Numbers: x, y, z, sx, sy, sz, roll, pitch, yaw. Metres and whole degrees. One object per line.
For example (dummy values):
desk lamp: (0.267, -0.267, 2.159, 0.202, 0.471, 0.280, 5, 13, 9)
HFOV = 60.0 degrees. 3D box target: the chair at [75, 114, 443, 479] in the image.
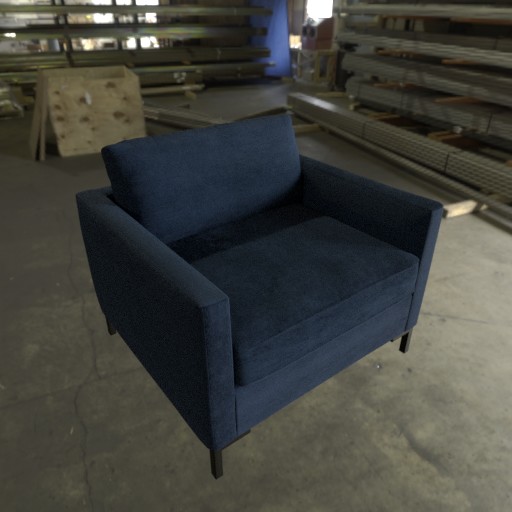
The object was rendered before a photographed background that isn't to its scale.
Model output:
chair: (0.000, 0.000, 1.589, 0.964, 0.812, 0.875, -21, 36, -32)
